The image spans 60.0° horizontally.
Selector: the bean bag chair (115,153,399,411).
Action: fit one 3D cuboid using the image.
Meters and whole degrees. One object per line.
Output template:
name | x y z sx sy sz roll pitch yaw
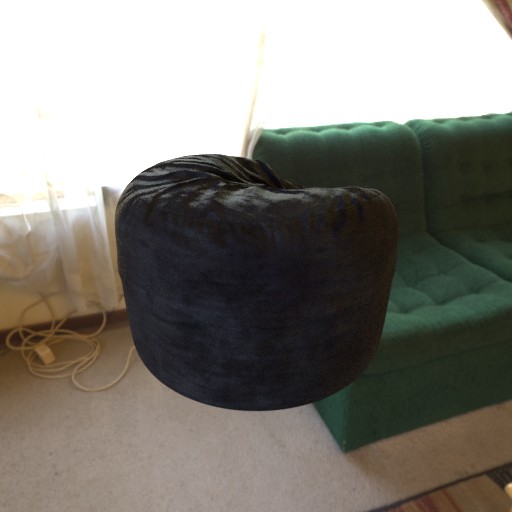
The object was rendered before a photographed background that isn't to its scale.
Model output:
bean bag chair | 0.000 0.000 1.532 0.918 0.616 0.918 0 26 0
